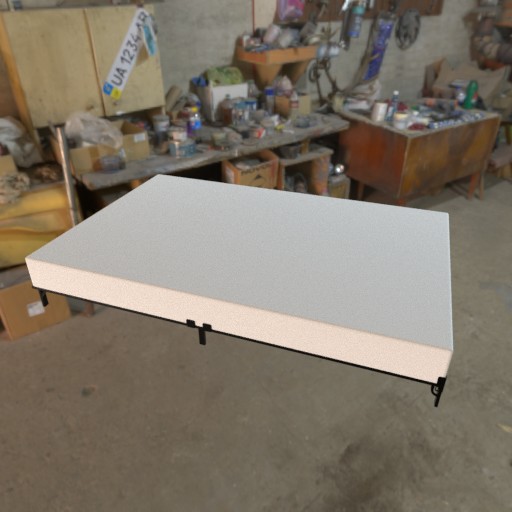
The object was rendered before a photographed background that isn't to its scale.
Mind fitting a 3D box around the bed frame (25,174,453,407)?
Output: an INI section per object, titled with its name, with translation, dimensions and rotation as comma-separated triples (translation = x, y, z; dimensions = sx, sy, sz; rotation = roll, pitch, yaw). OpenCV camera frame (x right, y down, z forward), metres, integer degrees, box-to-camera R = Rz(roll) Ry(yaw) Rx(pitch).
[bed frame]
translation = 0.000, 0.000, 3.735
dimensions = 2.987, 0.440, 1.930
rotation = 10, 32, 17
